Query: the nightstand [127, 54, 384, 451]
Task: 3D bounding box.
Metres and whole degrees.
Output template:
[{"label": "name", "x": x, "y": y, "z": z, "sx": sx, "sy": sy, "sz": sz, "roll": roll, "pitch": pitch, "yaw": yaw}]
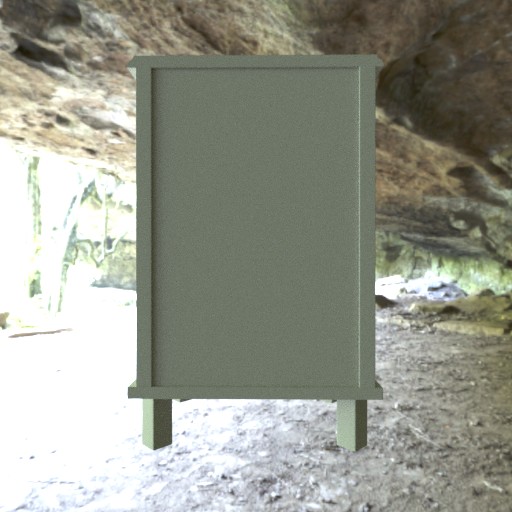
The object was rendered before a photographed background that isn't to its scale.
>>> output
[{"label": "nightstand", "x": 0.000, "y": 0.000, "z": 0.926, "sx": 0.435, "sy": 0.681, "sz": 0.351, "roll": 0, "pitch": 0, "yaw": 1}]
